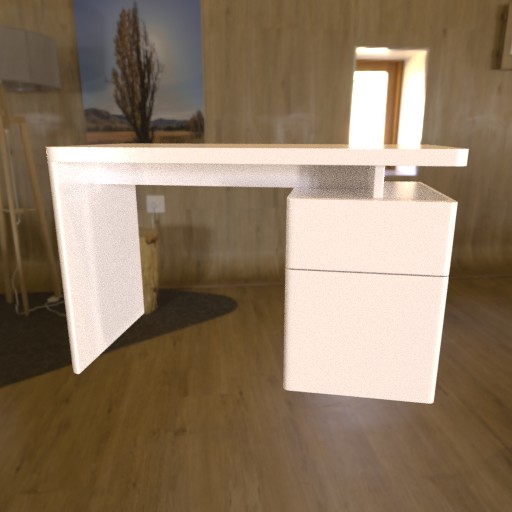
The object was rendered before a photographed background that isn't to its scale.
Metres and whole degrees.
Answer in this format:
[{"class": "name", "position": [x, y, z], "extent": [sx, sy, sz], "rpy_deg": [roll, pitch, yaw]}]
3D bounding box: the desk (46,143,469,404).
[{"class": "desk", "position": [0.000, 0.000, 1.573], "extent": [1.200, 0.760, 0.550], "rpy_deg": [3, 16, 9]}]
